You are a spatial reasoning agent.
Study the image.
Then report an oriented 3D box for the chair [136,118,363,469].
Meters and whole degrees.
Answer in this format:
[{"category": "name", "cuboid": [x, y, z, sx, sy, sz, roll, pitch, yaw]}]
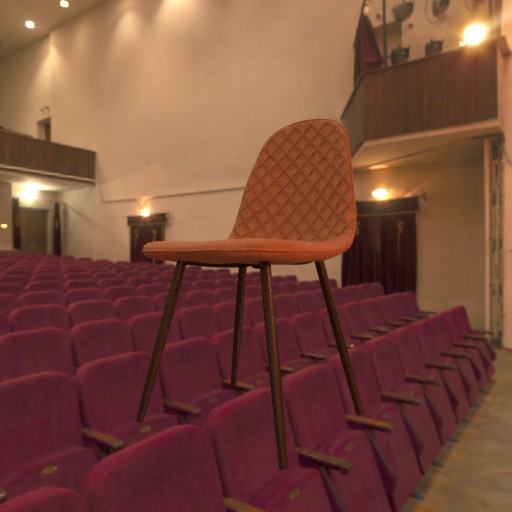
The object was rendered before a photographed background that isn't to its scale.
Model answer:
[{"category": "chair", "cuboid": [0.000, 0.000, 1.231, 0.472, 0.889, 0.561, 0, 0, 36]}]
